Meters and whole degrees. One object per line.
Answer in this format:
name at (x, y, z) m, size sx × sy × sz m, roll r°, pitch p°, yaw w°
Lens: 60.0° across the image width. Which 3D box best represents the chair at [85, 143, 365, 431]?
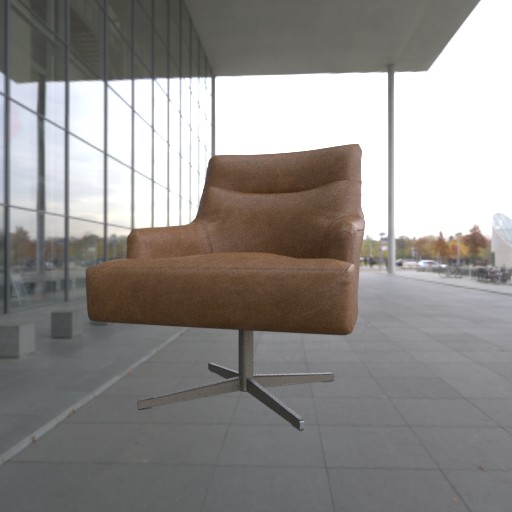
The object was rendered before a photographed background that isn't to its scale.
chair at (0.000, 0.000, 1.490) m, size 0.729 × 0.869 × 0.874 m, roll 0°, pitch 0°, yaw 19°
